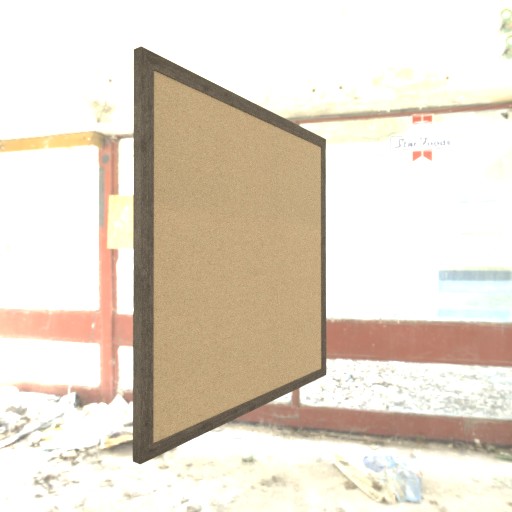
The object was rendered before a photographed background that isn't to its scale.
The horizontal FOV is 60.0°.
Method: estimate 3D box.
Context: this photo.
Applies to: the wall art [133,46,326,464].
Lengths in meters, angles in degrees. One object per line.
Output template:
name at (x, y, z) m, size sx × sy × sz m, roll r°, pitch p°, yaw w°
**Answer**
wall art at (0.000, 0.000, 0.675) m, size 0.013 × 0.457 × 0.457 m, roll 0°, pitch -1°, yaw 35°
